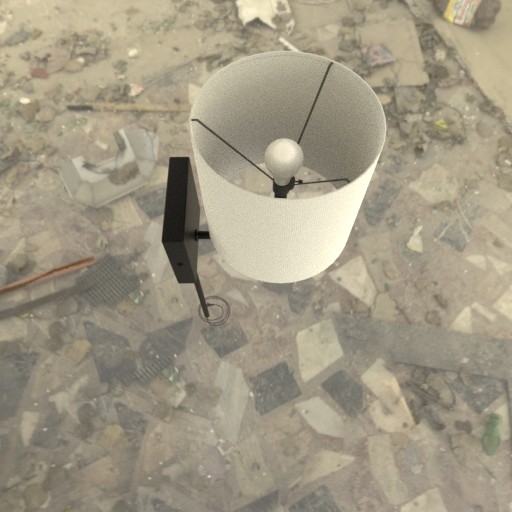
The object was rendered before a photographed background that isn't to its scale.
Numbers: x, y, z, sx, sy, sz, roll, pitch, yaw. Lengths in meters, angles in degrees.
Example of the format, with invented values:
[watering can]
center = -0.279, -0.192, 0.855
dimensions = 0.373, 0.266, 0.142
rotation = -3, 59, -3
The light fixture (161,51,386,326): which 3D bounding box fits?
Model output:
[light fixture]
center = 0.000, 0.000, 0.688
dimensions = 0.248, 0.589, 0.188
rotation = -1, 63, 0
